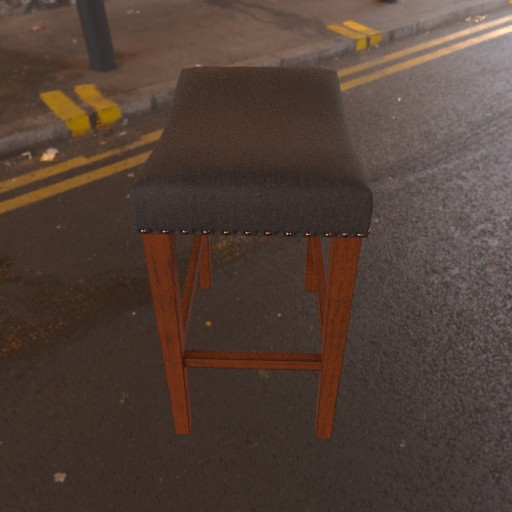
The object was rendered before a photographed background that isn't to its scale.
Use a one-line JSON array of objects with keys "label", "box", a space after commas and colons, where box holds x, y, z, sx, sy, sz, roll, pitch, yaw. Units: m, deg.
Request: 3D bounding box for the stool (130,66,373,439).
[{"label": "stool", "box": [0.000, 0.000, 0.873, 0.320, 0.612, 0.439, 1, 42, 1]}]
